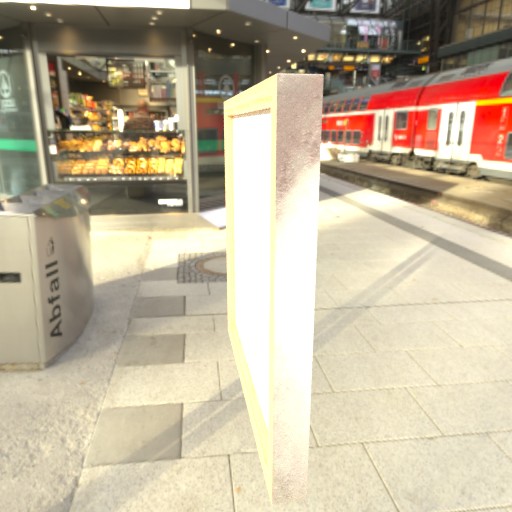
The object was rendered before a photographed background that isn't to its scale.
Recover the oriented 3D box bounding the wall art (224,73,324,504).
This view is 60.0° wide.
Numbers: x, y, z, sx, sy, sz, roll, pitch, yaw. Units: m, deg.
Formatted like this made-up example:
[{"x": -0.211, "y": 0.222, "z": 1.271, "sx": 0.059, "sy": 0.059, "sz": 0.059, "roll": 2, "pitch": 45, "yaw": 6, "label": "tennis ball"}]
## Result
[{"x": 0.000, "y": 0.000, "z": 0.439, "sx": 0.028, "sy": 0.303, "sz": 0.303, "roll": -3, "pitch": 16, "yaw": -9, "label": "wall art"}]
